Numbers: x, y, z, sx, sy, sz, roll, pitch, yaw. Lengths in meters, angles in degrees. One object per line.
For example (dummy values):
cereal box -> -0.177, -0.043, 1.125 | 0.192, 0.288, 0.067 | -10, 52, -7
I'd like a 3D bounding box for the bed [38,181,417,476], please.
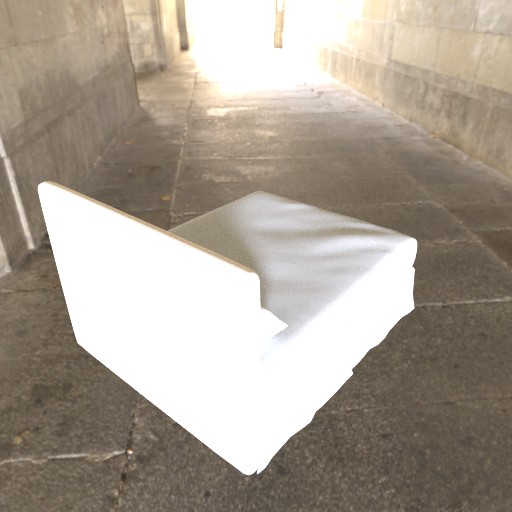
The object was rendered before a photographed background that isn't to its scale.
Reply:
bed -> 0.000, 0.000, 3.211 | 1.748, 1.330, 2.142 | 23, 37, 34
